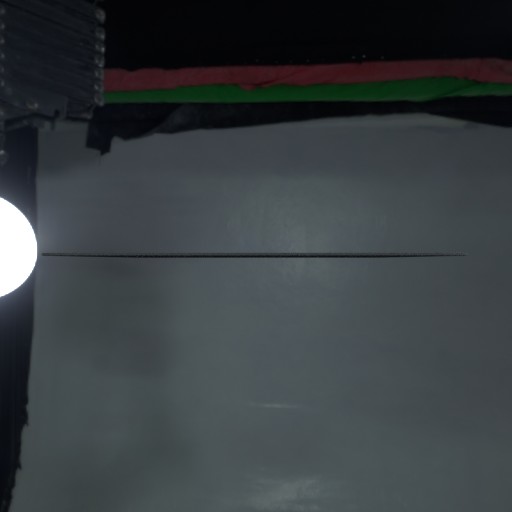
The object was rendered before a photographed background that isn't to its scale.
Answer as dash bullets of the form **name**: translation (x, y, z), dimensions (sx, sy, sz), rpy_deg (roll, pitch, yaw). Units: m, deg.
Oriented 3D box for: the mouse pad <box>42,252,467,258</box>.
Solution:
- **mouse pad**: translation (0.000, 0.000, 0.444), dimensions (0.315, 0.002, 0.269), rpy_deg (0, -1, 1)
